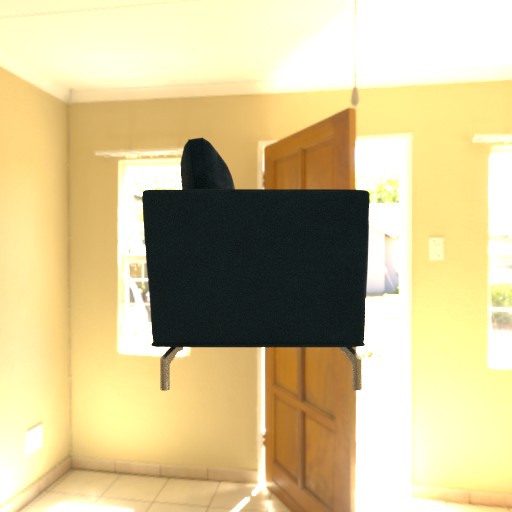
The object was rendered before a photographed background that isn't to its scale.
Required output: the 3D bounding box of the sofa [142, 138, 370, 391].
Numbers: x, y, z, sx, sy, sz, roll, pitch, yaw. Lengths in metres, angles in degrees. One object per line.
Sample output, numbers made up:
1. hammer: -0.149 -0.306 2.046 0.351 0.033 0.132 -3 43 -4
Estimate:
1. sofa: 0.000 0.000 2.729 0.853 0.998 2.212 0 0 0
